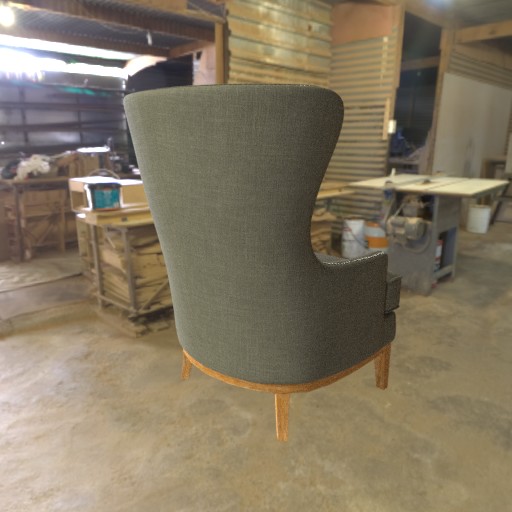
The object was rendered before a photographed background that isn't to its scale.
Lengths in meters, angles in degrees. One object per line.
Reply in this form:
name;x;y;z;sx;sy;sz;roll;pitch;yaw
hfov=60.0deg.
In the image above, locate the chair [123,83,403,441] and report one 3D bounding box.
chair;0.000;0.000;1.734;0.864;1.176;0.883;15;21;43
